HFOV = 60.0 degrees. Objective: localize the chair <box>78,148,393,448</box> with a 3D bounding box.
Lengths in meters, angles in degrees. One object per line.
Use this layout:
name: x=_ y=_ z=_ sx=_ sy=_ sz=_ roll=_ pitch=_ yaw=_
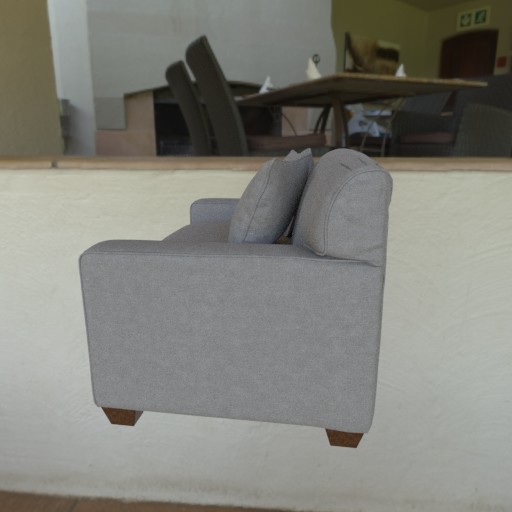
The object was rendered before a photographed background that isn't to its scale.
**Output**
chair: x=0.000 y=0.000 z=2.019 sx=0.992 sy=0.953 sz=1.395 roll=2 pitch=14 yaw=8
